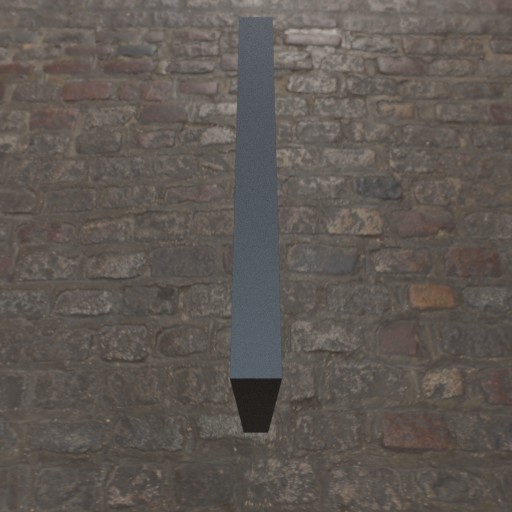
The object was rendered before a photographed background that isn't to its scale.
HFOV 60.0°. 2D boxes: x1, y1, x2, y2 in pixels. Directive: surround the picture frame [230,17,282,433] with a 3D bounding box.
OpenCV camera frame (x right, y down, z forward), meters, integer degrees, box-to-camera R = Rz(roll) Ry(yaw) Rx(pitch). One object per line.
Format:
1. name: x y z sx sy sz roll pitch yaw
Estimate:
1. picture frame: 0.000 0.000 0.465 0.030 0.317 0.317 0 63 0
